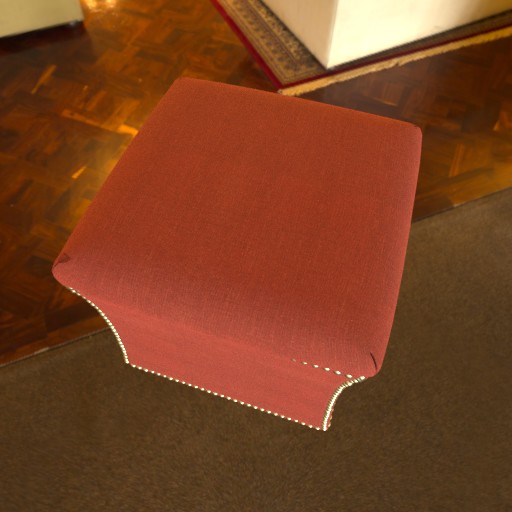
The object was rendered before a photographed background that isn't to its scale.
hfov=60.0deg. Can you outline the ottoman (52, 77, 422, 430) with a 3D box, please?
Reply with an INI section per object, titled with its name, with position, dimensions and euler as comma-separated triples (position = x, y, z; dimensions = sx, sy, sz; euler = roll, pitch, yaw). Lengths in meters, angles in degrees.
[ottoman]
position = 0.000, 0.000, 0.895
dimensions = 0.507, 0.475, 0.497
euler = 16, 59, 10
